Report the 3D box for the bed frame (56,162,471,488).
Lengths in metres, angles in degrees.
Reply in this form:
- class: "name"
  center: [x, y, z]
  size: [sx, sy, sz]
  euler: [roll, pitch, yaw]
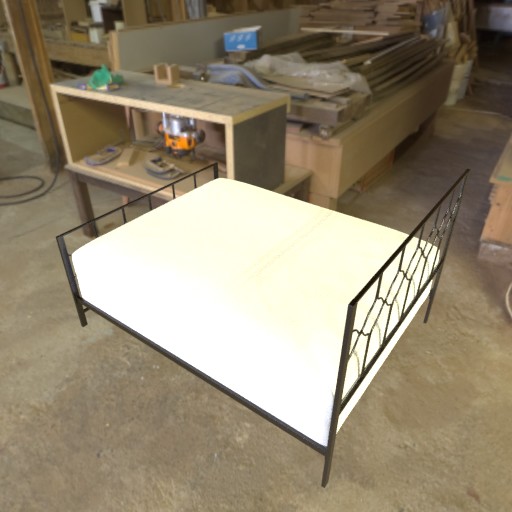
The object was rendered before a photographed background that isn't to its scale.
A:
- class: "bed frame"
  center: [0.000, 0.000, 3.001]
  size: [2.063, 1.222, 1.597]
  euler: [22, 40, 30]
